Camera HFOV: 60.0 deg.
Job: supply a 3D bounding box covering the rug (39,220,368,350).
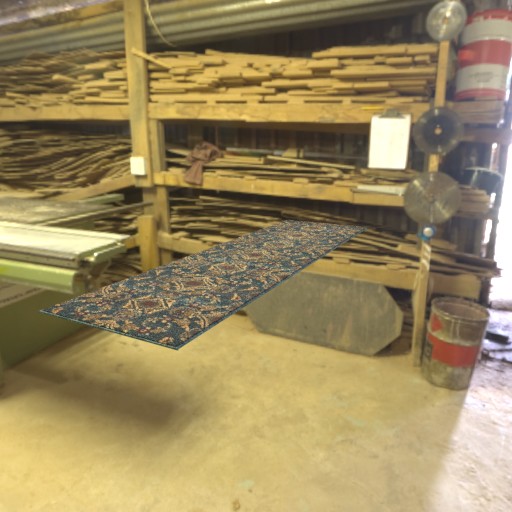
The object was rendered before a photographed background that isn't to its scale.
[{"bbox_3d":[0.000,0.000,2.542,0.685,0.014,2.292,8,17,28],"label":"rug"}]
